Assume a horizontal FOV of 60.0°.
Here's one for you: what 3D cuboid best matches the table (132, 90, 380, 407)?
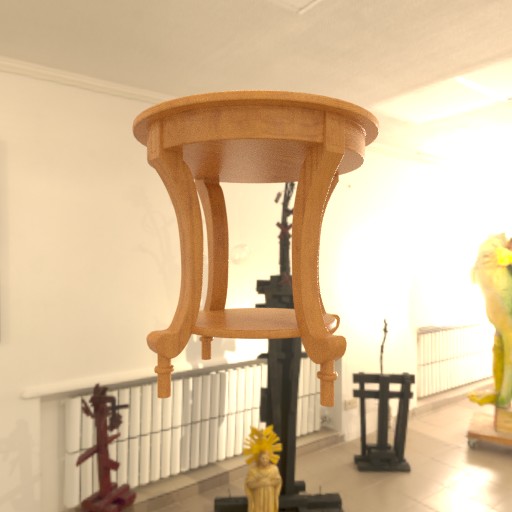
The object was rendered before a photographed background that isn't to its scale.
[{"bbox_3d":[0.000,0.000,1.112,0.597,0.612,0.597,0,0,0],"label":"table"}]
